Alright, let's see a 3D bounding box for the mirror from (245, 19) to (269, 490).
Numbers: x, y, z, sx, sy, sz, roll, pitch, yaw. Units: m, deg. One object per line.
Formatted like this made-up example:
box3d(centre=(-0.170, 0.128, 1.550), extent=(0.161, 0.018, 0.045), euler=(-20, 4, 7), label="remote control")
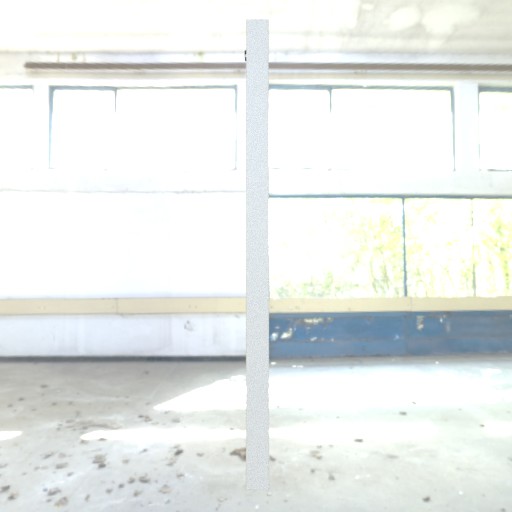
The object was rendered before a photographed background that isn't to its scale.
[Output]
box3d(centre=(0.000, 0.000, 0.921), extent=(0.039, 0.710, 0.507), euler=(0, -2, 0), label="mirror")
